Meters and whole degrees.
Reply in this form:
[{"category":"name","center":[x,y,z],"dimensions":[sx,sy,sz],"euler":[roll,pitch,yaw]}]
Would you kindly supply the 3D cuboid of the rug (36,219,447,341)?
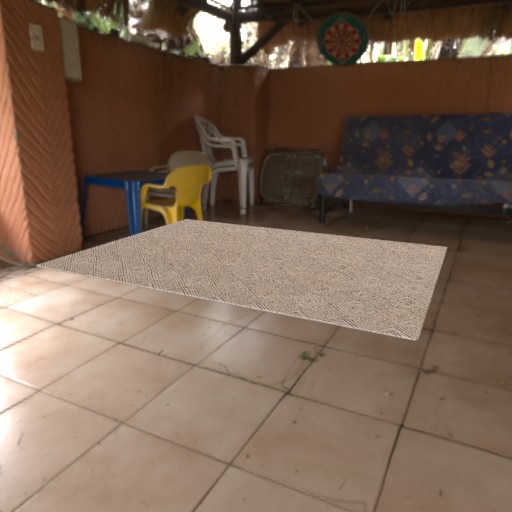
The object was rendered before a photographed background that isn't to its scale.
[{"category":"rug","center":[0.000,0.000,2.934],"dimensions":[2.238,0.008,1.593],"euler":[8,18,25]}]
